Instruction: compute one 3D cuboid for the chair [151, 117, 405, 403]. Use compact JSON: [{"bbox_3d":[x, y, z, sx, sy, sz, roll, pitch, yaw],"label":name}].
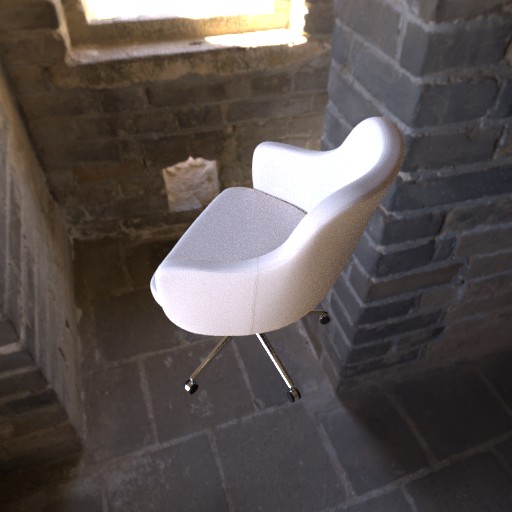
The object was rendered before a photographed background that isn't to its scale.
[{"bbox_3d":[0.000,0.000,1.274,0.647,0.819,0.602,17,48,17],"label":"chair"}]
